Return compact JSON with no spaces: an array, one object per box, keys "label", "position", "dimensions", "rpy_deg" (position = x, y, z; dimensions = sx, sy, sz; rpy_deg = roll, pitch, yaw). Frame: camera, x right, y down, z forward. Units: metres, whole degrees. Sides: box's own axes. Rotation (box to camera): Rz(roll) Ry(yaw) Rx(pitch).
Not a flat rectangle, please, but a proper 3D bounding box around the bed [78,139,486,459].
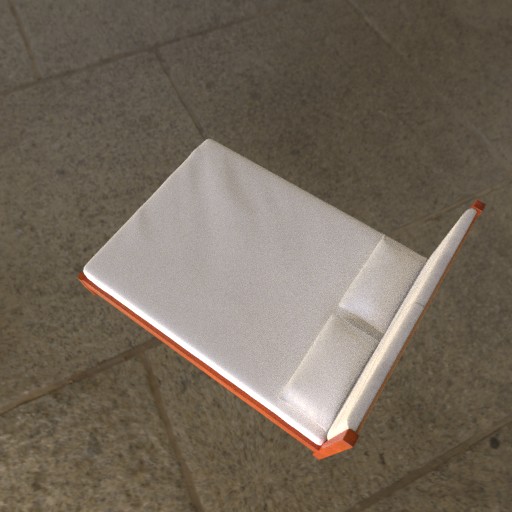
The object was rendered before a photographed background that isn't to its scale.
[{"label":"bed","position":[0.000,0.000,3.025],"dimensions":[2.117,1.165,1.566],"rpy_deg":[32,67,15]}]
